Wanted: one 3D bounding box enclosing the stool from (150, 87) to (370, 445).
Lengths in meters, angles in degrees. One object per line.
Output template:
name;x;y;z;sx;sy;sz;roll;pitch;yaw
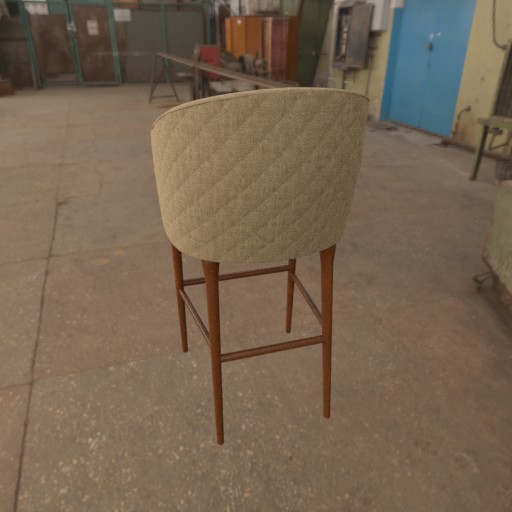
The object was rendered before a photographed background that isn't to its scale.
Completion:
stool;0.000;0.000;1.428;0.559;1.078;0.607;-8;28;-15
